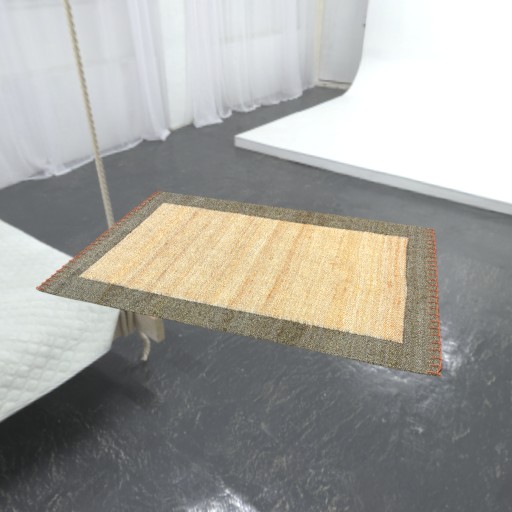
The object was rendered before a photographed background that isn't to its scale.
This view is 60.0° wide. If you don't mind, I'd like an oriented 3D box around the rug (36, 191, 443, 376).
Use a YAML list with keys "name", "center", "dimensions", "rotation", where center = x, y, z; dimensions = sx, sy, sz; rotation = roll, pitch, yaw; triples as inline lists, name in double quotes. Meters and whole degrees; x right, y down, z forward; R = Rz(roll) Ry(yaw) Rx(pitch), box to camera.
- name: "rug"
  center: [0.000, 0.000, 2.356]
  dimensions: [1.838, 0.019, 1.220]
  rotation: [9, 33, 15]
